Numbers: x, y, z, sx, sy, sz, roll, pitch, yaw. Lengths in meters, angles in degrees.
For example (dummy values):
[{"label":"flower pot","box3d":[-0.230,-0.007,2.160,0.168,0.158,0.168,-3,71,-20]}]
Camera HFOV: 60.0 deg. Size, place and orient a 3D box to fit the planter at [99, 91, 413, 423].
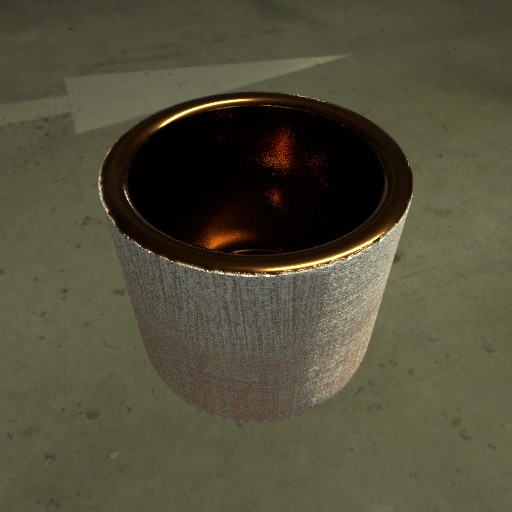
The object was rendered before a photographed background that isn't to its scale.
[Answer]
[{"label":"planter","box3d":[0.000,0.000,0.306,0.177,0.157,0.177,0,46,0]}]
